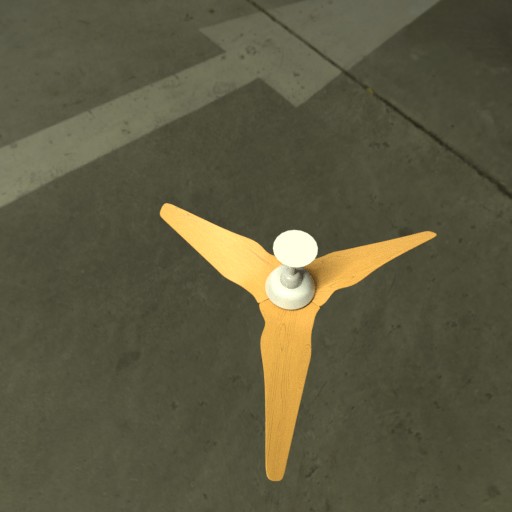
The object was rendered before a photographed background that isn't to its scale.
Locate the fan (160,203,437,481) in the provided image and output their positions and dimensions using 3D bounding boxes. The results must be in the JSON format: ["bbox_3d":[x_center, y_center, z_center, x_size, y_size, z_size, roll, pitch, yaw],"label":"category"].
[{"bbox_3d":[0.000,0.000,1.629,1.010,0.355,1.142,31,63,18],"label":"fan"}]
